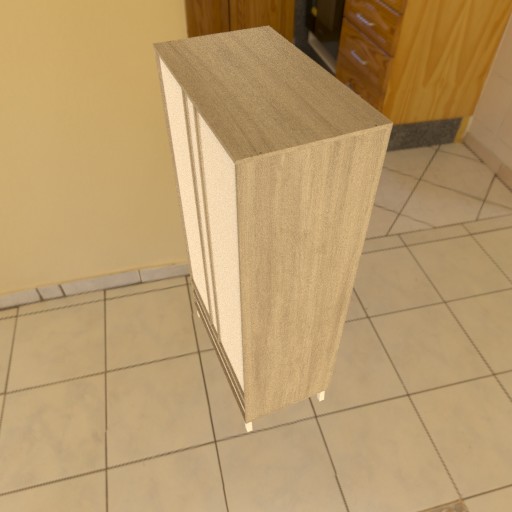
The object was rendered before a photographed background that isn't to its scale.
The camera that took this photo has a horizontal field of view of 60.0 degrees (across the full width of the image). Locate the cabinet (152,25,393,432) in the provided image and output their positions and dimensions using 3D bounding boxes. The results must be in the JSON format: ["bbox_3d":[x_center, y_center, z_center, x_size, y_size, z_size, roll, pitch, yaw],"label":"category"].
[{"bbox_3d":[0.000,0.000,2.449,0.571,1.999,1.006,-17,48,-16],"label":"cabinet"}]
